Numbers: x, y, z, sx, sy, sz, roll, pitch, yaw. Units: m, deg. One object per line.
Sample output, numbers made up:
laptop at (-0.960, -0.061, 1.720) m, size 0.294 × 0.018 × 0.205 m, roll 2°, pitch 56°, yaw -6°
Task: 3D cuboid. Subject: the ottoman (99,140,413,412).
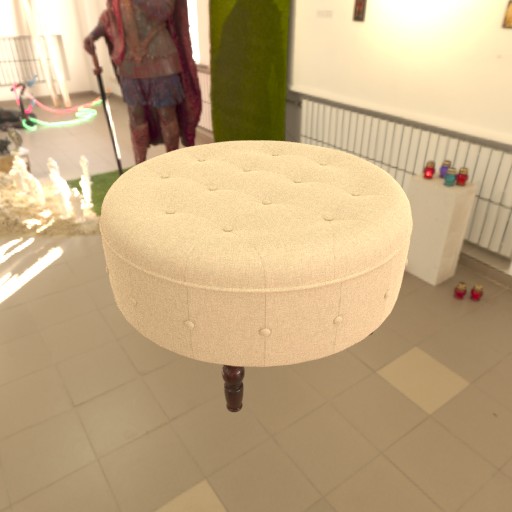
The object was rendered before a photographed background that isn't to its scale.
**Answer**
ottoman at (0.000, 0.000, 1.340) m, size 0.848 × 0.494 × 0.848 m, roll 0°, pitch 31°, yaw 0°
